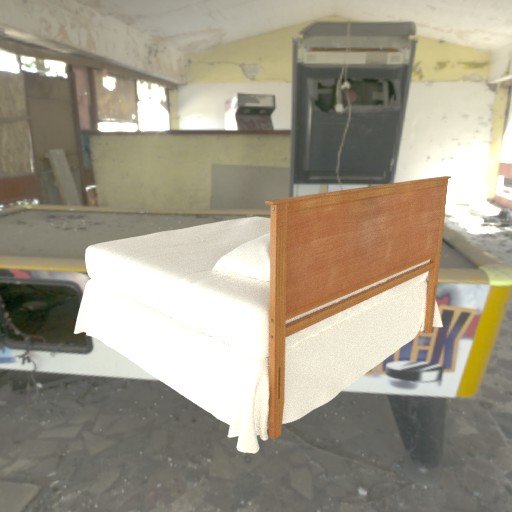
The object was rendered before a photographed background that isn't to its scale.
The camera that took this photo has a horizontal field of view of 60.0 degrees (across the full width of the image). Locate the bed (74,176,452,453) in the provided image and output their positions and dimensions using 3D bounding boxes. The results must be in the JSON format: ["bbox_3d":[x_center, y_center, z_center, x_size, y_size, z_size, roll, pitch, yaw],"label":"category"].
[{"bbox_3d":[0.000,0.000,3.563,2.215,1.270,2.317,14,20,43],"label":"bed"}]
